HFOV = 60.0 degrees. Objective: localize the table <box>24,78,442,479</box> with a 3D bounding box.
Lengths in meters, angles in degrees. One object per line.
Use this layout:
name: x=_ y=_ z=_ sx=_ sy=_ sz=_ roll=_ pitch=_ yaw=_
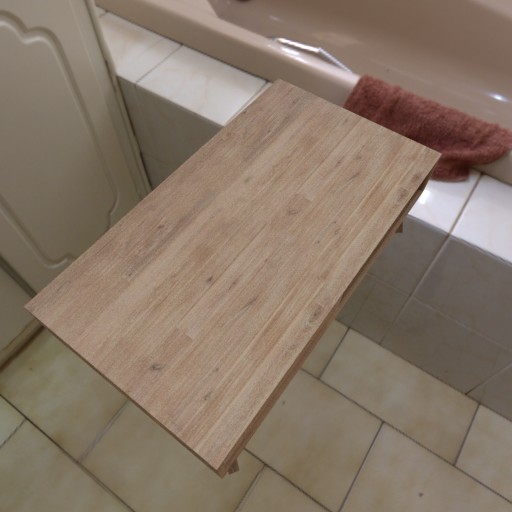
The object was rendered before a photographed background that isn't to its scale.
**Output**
table: x=0.000 y=0.000 z=2.038 sx=0.918 sy=0.531 sz=1.619 roll=32 pitch=63 yaw=18
